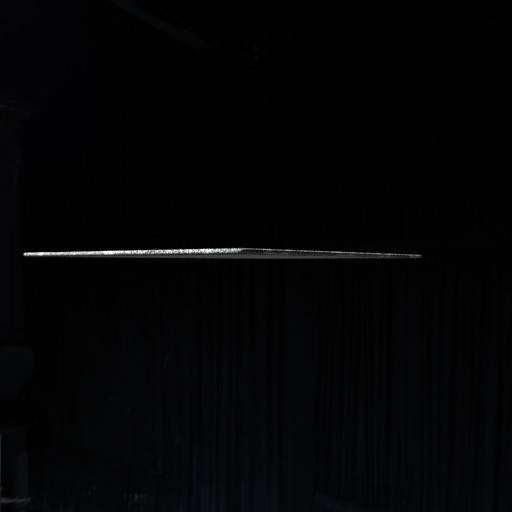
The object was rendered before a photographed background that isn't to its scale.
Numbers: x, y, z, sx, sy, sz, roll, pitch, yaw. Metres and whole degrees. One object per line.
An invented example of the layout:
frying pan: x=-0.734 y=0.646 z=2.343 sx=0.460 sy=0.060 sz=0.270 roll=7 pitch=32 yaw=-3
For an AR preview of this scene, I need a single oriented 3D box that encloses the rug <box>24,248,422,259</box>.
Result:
rug: x=0.000 y=0.000 z=3.454 sx=1.801 sy=0.026 sz=2.701 roll=0 pitch=-1 yaw=36
